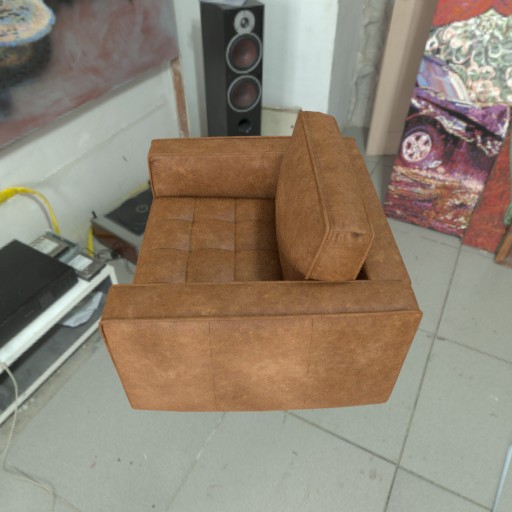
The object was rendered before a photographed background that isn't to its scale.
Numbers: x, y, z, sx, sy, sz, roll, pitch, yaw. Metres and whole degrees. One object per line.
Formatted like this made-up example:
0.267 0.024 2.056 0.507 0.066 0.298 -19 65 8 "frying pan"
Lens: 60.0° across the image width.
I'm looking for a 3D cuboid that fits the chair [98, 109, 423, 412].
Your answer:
0.000 0.000 1.511 0.798 0.767 0.928 -1 43 -1 "chair"
